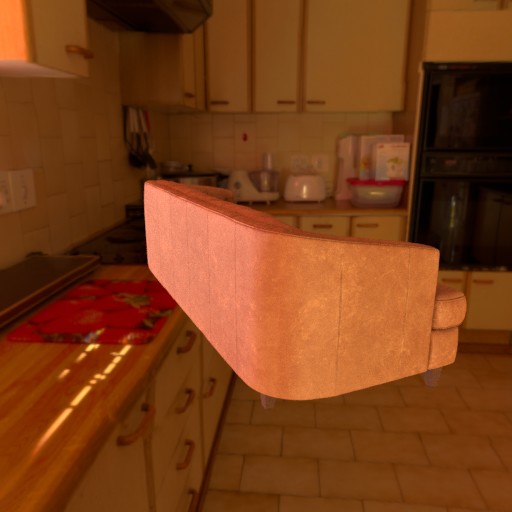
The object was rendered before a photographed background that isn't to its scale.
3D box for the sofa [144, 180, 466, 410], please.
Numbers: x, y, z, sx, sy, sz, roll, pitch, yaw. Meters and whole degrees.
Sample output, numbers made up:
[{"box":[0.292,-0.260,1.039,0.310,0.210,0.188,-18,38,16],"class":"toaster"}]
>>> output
[{"box":[0.000,0.000,2.641,0.922,0.791,2.257,-7,17,-24],"class":"sofa"}]
